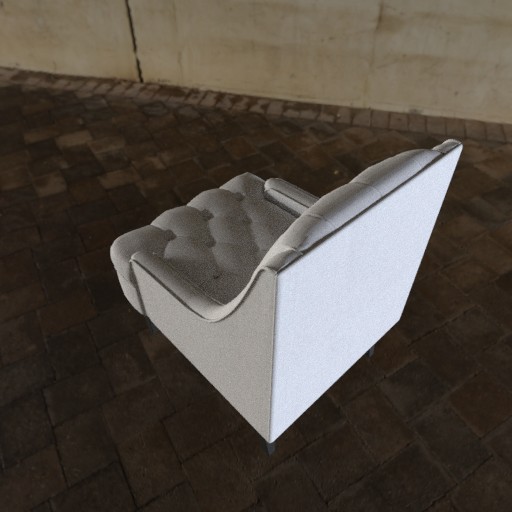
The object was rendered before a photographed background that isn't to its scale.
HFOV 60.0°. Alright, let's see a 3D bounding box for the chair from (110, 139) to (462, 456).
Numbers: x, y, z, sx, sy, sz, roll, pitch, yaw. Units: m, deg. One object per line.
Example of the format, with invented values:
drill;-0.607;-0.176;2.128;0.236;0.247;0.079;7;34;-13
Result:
chair;0.000;0.000;1.393;0.658;0.891;0.772;-33;53;-29
